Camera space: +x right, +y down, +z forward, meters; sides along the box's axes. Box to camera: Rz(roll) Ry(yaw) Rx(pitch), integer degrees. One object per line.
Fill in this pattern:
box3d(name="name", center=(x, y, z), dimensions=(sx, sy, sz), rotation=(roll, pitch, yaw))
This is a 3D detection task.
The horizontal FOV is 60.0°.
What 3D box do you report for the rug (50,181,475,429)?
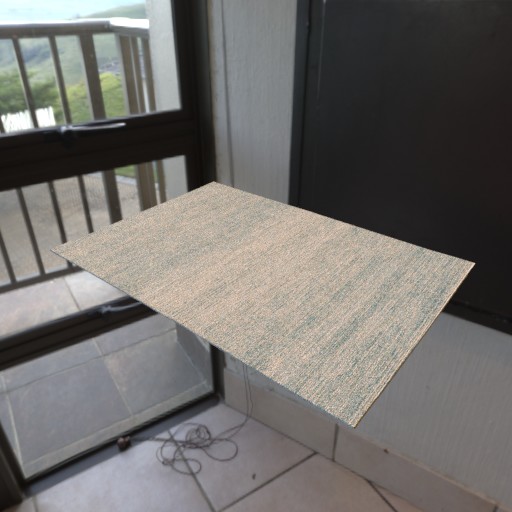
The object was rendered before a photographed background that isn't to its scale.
box3d(name="rug", center=(0.000, 0.000, 2.907), dimensions=(2.306, 0.030, 1.613), rotation=(22, 37, 33))
